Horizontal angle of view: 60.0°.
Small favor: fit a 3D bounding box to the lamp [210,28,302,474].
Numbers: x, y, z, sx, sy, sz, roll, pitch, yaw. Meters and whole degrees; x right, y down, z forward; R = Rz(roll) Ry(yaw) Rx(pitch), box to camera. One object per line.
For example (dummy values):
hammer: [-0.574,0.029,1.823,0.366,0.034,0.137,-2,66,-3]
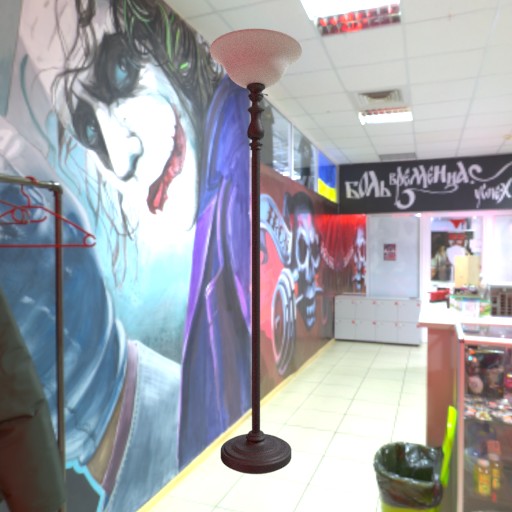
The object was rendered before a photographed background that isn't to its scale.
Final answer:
lamp: [0.000,0.000,1.957,0.405,1.797,0.405,0,1,-36]
